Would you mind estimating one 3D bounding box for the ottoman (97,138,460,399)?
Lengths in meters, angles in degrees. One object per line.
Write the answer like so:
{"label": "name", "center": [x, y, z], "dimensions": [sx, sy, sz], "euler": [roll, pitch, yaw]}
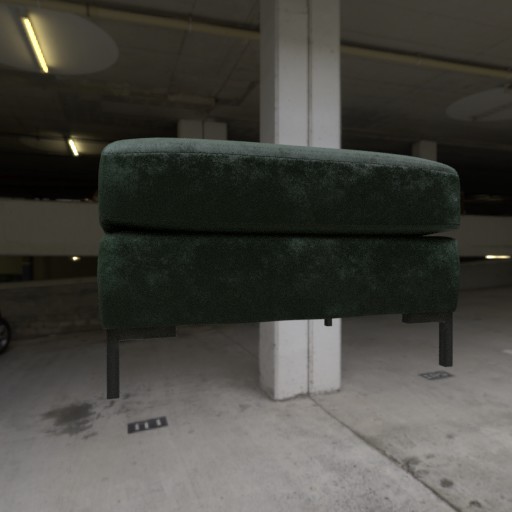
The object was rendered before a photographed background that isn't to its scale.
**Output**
{"label": "ottoman", "center": [0.000, 0.000, 1.269], "dimensions": [0.839, 0.538, 0.701], "euler": [0, 0, -18]}
